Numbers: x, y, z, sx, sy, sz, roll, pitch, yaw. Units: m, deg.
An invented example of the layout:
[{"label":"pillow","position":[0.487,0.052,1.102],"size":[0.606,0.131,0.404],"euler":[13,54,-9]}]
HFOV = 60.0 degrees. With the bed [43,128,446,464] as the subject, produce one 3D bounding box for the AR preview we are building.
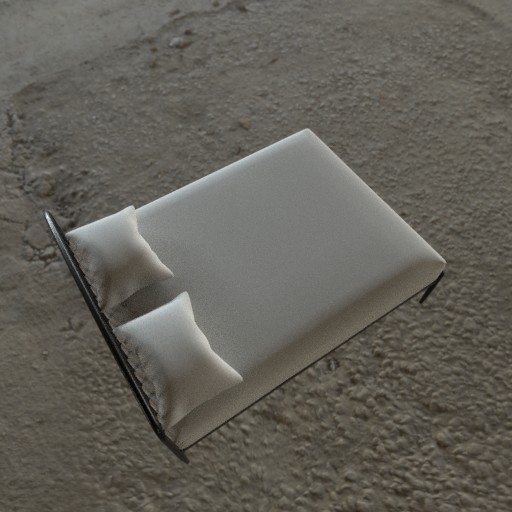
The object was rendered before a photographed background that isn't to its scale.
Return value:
[{"label":"bed","position":[0.000,0.000,3.085],"size":[2.159,1.166,1.618],"euler":[-29,63,-17]}]
